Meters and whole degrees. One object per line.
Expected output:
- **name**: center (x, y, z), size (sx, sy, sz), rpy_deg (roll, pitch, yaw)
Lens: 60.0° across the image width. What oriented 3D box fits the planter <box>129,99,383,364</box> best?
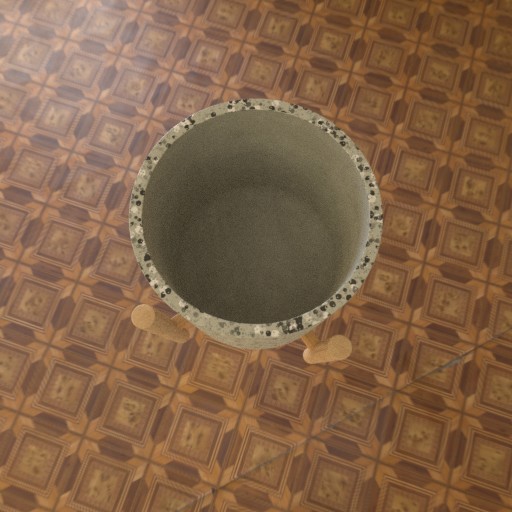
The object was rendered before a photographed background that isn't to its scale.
- **planter**: center (0.000, 0.000, 0.543), size (0.284, 0.320, 0.284), rpy_deg (-13, 76, -3)
